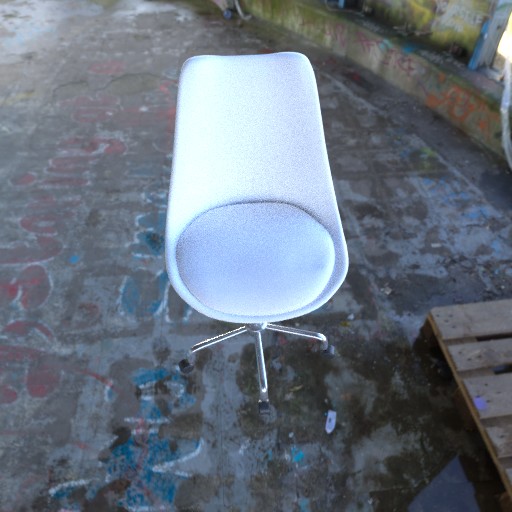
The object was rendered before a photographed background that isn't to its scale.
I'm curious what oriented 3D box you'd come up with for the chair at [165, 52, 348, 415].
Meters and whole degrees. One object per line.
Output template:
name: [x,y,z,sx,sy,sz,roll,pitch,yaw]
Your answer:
chair: [0.000,0.000,1.264,0.550,0.930,0.550,-4,47,-4]
